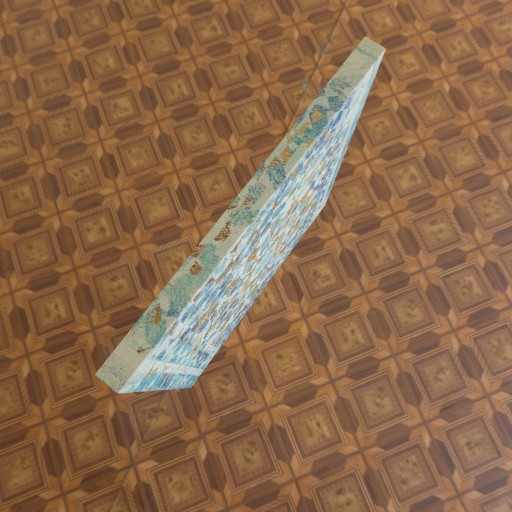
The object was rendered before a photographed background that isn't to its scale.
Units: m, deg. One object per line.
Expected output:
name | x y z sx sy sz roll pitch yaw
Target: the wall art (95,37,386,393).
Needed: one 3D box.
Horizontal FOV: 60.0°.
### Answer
wall art | 0.000 0.000 0.889 0.040 0.609 0.609 35 77 9
